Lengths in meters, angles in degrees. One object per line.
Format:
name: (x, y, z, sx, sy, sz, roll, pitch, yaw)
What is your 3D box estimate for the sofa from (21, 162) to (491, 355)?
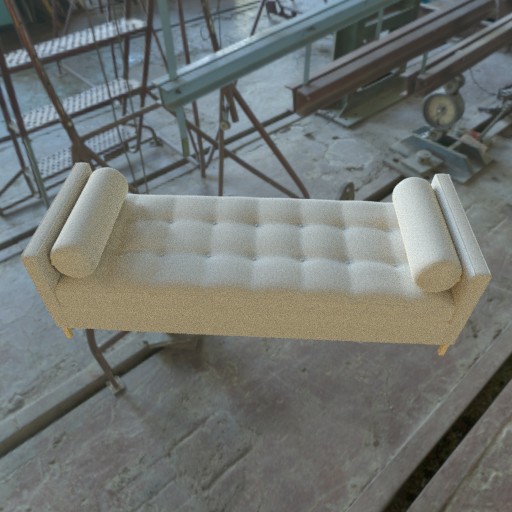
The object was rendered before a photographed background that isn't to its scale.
sofa: (0.000, 0.000, 2.303, 1.985, 0.641, 0.746, 2, 46, 2)
